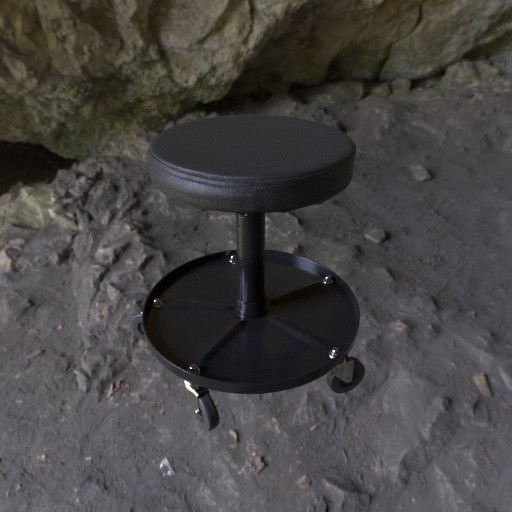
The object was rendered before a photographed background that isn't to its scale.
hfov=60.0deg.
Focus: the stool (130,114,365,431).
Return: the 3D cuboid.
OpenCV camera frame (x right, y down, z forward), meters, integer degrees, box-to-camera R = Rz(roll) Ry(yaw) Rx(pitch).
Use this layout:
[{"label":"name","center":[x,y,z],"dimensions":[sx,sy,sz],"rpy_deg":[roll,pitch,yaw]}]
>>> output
[{"label":"stool","center":[0.000,0.000,0.680],"dimensions":[0.381,0.365,0.382],"rpy_deg":[21,37,30]}]
